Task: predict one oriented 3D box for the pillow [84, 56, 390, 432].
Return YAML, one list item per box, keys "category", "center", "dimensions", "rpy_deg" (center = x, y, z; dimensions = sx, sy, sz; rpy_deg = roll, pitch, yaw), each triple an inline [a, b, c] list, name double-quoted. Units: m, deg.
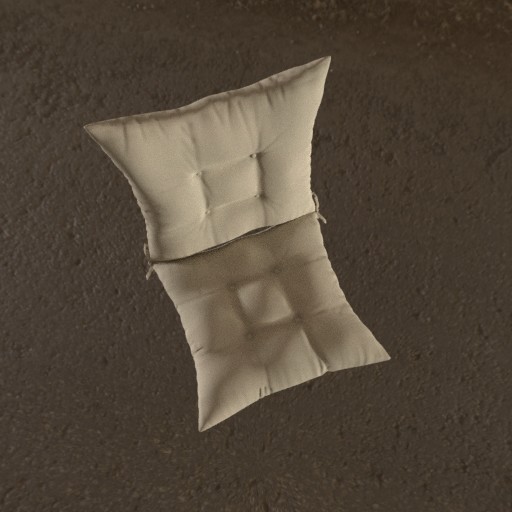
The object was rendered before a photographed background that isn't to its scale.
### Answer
- category: "pillow"
  center: [0.000, 0.000, 0.997]
  dimensions: [0.541, 0.536, 0.585]
  rpy_deg: [-19, 66, -8]
